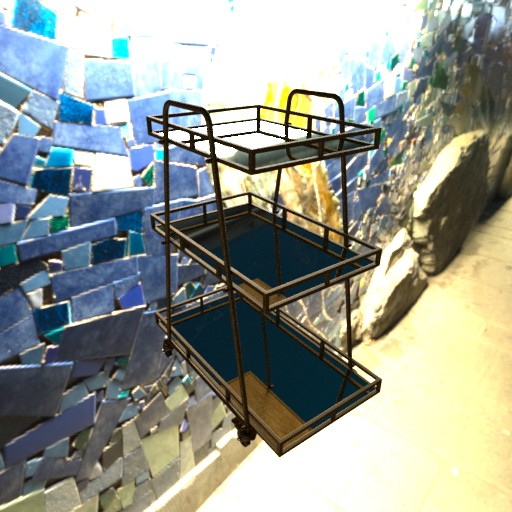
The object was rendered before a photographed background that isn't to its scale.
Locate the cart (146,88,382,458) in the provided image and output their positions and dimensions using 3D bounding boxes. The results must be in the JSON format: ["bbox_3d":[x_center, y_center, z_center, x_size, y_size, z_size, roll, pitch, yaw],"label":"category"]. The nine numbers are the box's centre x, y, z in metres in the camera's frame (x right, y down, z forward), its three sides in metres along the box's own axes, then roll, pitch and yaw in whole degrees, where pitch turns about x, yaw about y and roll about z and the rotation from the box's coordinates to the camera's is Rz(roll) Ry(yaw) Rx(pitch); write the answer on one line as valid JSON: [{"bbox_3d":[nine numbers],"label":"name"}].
[{"bbox_3d":[0.000,0.000,1.293,0.441,0.883,0.711,-18,32,-32],"label":"cart"}]
